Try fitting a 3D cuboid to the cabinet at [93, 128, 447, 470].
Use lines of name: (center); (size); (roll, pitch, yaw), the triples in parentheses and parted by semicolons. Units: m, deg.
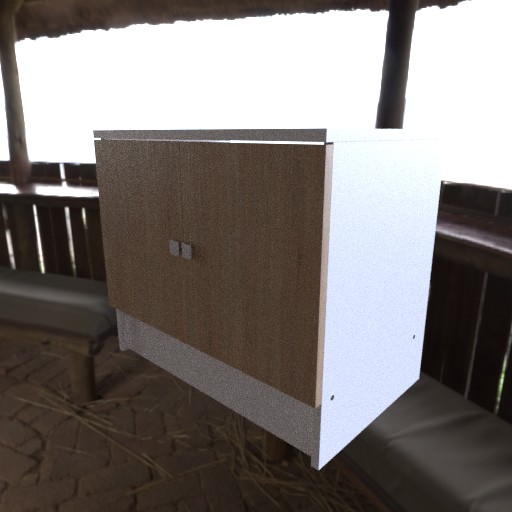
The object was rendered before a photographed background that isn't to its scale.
cabinet: (0.000, 0.000, 0.953); (0.600, 0.522, 0.400); (14, 21, 41)
